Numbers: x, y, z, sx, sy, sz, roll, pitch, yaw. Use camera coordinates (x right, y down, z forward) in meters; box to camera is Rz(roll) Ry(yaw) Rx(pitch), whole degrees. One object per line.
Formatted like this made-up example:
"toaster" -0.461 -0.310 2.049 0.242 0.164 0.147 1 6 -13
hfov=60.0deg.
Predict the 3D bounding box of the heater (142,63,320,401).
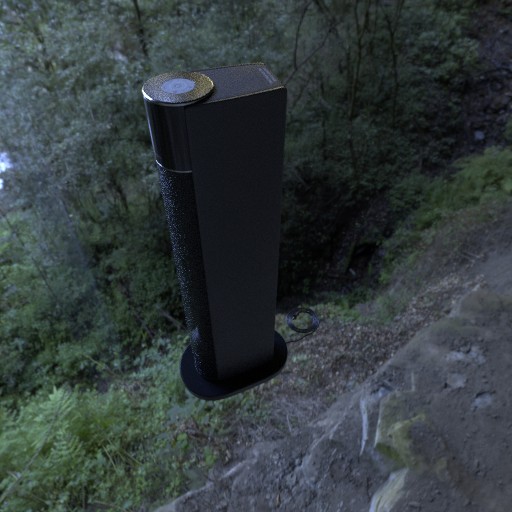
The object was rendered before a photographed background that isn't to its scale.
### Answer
"heater" 0.000 0.000 1.023 0.458 0.856 0.214 -15 48 -14
